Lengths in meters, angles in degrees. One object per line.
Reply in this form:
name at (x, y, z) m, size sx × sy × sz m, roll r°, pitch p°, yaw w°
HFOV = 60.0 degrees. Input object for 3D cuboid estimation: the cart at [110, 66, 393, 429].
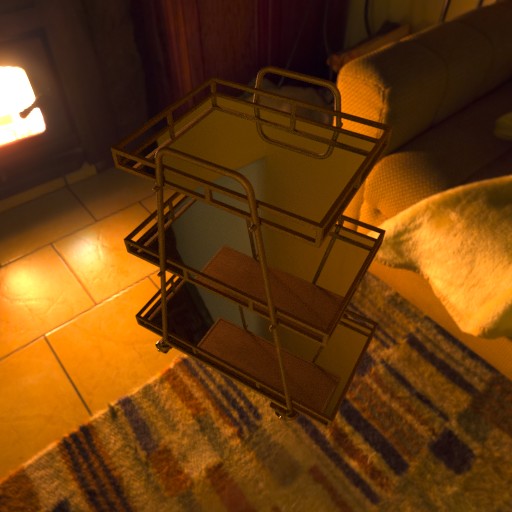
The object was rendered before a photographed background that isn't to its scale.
cart at (0.000, 0.000, 1.240) m, size 0.711 × 0.883 × 0.441 m, roll 23°, pitch 51°, yaw 20°
